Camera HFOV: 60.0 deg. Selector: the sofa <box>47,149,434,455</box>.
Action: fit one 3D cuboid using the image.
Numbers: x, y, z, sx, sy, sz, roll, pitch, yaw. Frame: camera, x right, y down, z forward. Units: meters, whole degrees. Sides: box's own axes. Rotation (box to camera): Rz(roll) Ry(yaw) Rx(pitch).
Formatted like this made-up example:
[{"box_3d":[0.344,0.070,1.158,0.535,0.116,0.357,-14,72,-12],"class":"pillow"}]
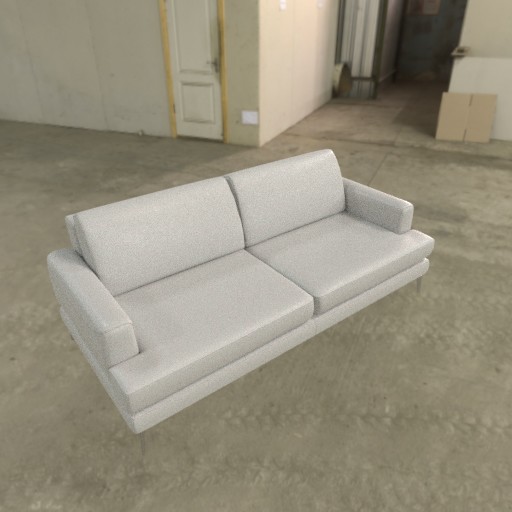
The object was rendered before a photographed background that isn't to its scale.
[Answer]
[{"box_3d":[0.000,0.000,2.413,1.940,0.765,0.974,-21,37,-32],"class":"sofa"}]
